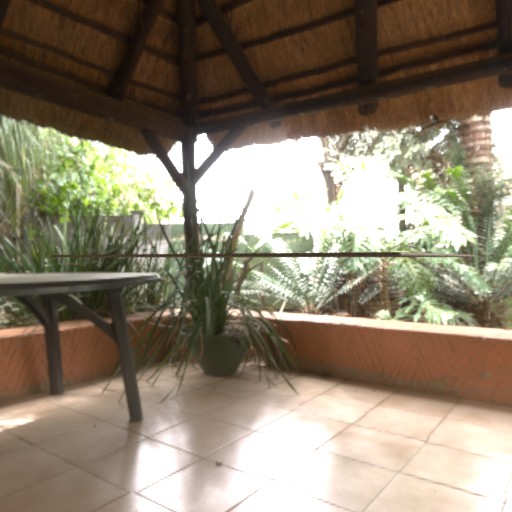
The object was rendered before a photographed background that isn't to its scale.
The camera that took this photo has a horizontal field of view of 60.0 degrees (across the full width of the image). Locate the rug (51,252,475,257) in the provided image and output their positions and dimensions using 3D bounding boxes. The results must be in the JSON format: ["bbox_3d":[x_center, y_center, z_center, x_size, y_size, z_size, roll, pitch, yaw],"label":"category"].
[{"bbox_3d":[0.000,0.000,2.998,2.438,0.015,1.524,0,0,36],"label":"rug"}]
